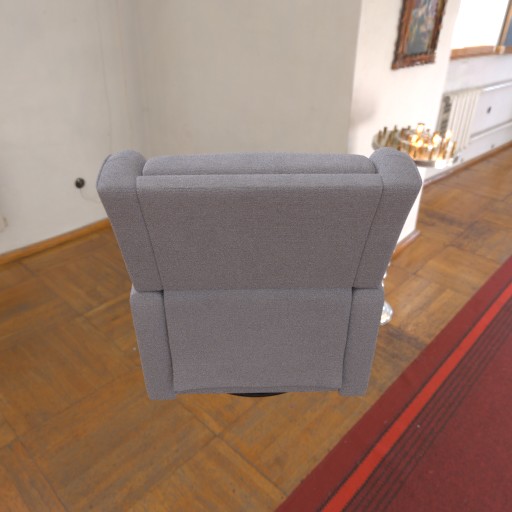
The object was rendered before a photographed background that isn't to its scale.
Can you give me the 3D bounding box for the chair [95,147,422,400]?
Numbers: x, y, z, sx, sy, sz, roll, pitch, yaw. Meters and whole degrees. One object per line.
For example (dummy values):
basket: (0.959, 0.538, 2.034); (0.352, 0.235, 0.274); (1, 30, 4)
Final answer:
chair: (0.000, 0.000, 1.637); (0.906, 0.966, 0.854); (-1, 31, -1)
